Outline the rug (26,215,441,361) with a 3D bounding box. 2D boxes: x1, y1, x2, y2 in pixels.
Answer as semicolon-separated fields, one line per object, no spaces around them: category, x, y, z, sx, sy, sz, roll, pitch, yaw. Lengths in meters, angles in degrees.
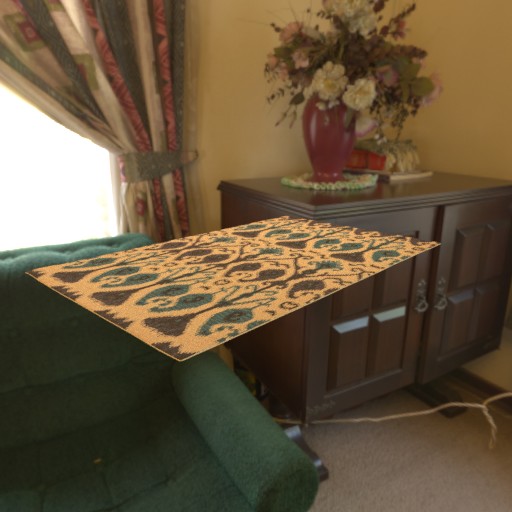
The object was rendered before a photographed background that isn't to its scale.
rug;0.000;0.000;2.095;1.072;0.013;1.698;15;22;42
